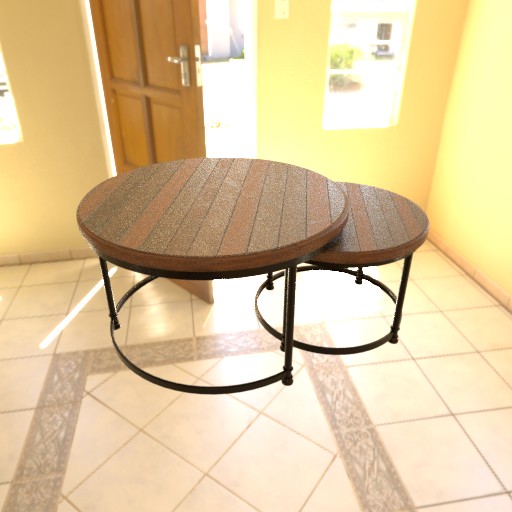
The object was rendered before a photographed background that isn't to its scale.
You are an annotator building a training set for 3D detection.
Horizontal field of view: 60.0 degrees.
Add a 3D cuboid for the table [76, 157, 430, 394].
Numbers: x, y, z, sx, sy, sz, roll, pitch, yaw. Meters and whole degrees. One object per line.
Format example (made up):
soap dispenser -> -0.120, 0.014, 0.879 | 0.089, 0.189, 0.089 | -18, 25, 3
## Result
table -> 0.000, 0.000, 1.627 | 1.152, 0.516, 0.870 | -10, 30, -17
